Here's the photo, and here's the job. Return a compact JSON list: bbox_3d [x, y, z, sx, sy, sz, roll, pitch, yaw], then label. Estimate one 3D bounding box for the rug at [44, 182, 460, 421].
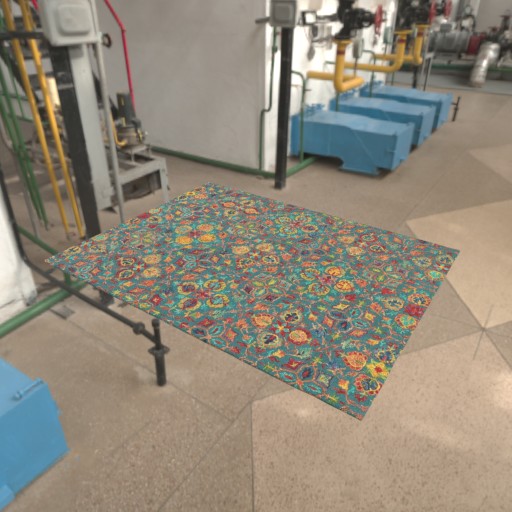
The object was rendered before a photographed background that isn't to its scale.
[{"bbox_3d":[0.000,0.000,4.271,3.204,0.025,2.434,19,36,29],"label":"rug"}]
